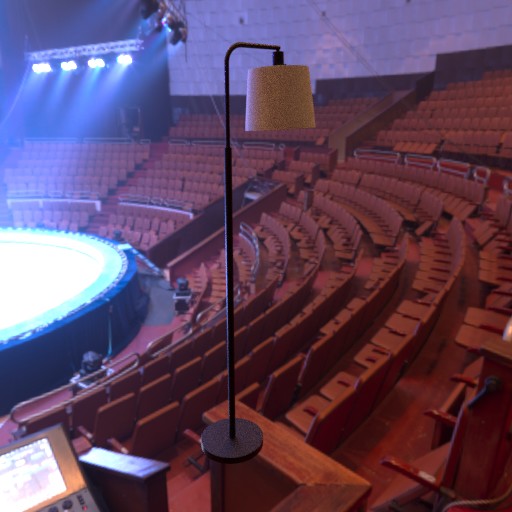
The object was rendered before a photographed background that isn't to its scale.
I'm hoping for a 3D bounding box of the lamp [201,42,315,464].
[{"bbox_3d":[0.000,0.000,1.659,0.508,1.478,0.254,-14,20,-43],"label":"lamp"}]
